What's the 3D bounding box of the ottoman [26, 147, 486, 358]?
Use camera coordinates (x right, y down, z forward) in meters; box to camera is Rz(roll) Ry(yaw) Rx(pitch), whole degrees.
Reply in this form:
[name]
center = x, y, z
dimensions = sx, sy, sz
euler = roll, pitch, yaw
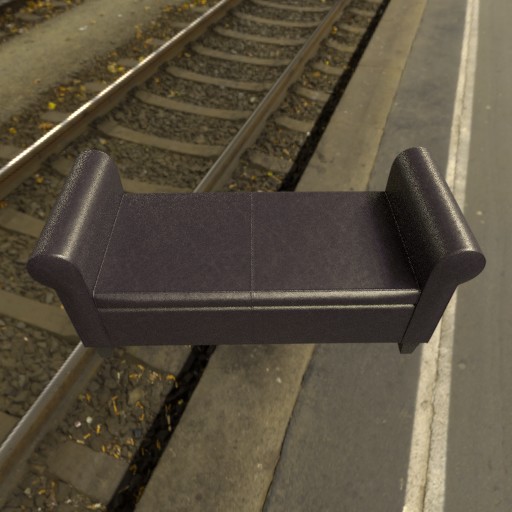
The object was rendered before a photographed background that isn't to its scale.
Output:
[ottoman]
center = 0.000, 0.000, 1.536
dimensions = 1.256, 0.547, 0.521
euler = -1, 46, -1
